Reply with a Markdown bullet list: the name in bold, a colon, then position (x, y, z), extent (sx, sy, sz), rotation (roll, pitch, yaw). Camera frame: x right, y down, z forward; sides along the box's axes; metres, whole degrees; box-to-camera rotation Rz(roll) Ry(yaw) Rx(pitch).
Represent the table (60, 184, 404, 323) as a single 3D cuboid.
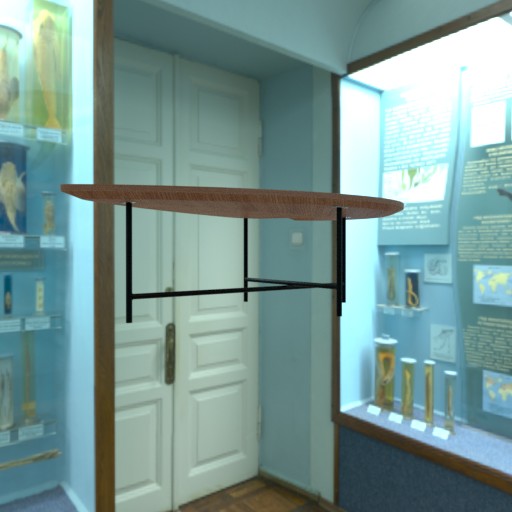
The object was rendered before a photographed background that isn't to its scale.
- **table**: position (0.000, 0.000, 1.454), extent (1.199, 0.360, 0.598), rotation (0, 0, -36)
